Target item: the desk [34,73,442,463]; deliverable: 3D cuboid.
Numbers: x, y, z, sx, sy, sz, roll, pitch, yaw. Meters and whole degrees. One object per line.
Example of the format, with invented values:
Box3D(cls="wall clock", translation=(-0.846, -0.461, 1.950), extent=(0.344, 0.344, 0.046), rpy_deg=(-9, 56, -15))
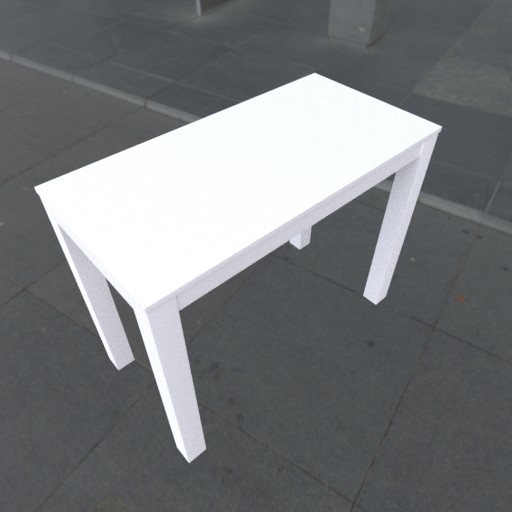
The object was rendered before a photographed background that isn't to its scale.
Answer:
Box3D(cls="desk", translation=(0.000, 0.000, 1.440), extent=(0.990, 0.762, 0.497), rpy_deg=(-32, 53, -28))
